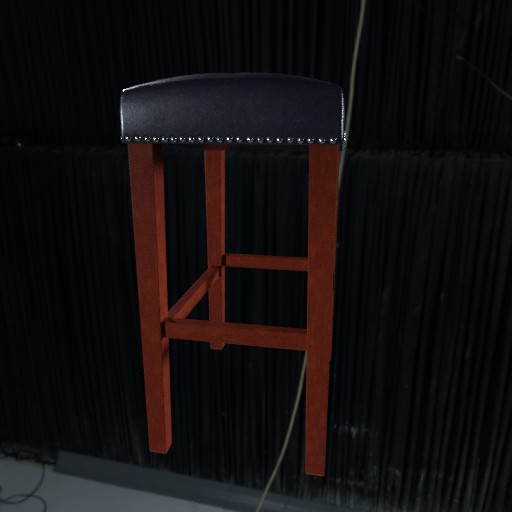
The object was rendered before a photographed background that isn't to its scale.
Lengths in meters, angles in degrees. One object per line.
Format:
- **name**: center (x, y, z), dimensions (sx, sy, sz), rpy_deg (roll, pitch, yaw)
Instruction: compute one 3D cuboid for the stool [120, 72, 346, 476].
- **stool**: center (0.000, 0.000, 1.017), dimensions (0.372, 0.742, 0.504), rpy_deg (3, 17, 10)
